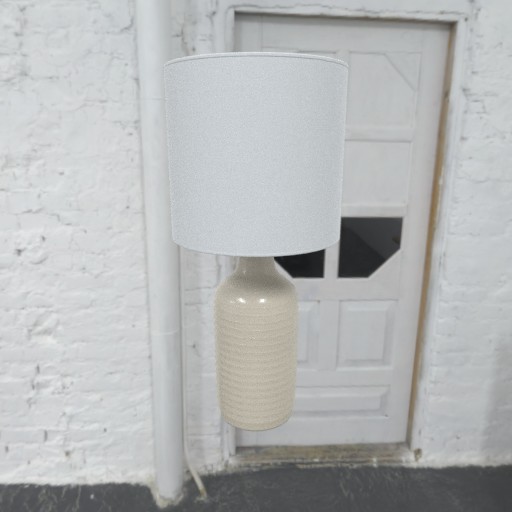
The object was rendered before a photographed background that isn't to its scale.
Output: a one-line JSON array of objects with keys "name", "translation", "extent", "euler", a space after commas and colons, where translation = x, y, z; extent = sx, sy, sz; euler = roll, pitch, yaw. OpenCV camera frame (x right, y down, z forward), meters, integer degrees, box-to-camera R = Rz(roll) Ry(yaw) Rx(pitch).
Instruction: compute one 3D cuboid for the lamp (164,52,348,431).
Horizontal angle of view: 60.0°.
[{"name": "lamp", "translation": [0.000, 0.000, 0.603], "extent": [0.220, 0.475, 0.220], "euler": [-7, 17, -25]}]
